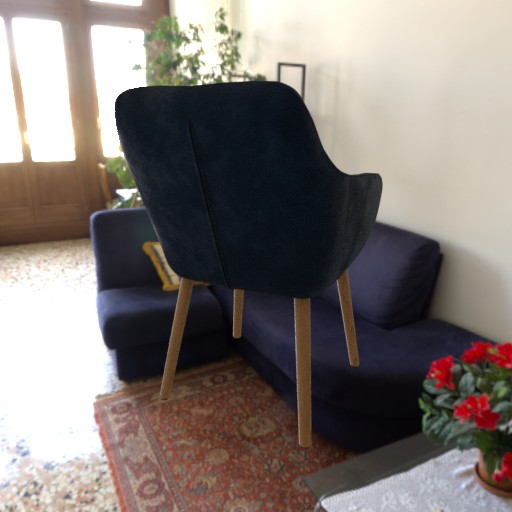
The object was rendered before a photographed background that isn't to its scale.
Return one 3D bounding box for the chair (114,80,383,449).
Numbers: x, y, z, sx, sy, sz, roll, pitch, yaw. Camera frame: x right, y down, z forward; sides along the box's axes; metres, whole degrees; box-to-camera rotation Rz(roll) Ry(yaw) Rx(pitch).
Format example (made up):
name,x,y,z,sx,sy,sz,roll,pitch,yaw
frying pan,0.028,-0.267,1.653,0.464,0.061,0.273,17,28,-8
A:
name,x,y,z,sx,sy,sz,roll,pitch,yaw
chair,0.000,0.000,1.192,0.578,0.826,0.573,8,18,26
